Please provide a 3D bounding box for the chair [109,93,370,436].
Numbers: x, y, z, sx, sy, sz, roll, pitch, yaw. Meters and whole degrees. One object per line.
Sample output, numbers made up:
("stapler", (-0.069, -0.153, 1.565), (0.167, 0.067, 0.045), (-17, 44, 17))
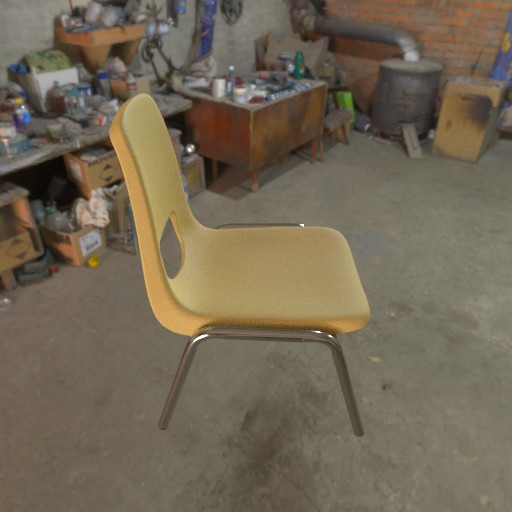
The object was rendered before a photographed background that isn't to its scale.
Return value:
("chair", (0.000, 0.000, 0.787), (0.385, 0.536, 0.354), (0, 33, 0))
